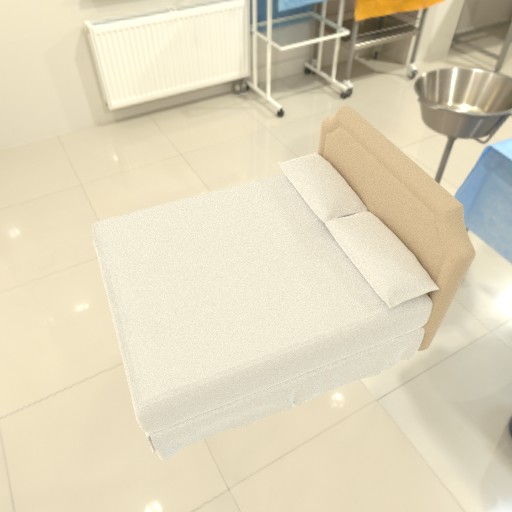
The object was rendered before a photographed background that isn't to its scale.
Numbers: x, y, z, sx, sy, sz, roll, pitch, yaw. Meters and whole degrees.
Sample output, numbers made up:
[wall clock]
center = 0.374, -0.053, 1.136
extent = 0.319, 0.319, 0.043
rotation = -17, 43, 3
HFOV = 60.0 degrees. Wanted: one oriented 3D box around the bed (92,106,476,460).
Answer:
[bed]
center = 0.000, 0.000, 3.797
extent = 2.548, 1.524, 2.134
rotation = -17, 49, -15
